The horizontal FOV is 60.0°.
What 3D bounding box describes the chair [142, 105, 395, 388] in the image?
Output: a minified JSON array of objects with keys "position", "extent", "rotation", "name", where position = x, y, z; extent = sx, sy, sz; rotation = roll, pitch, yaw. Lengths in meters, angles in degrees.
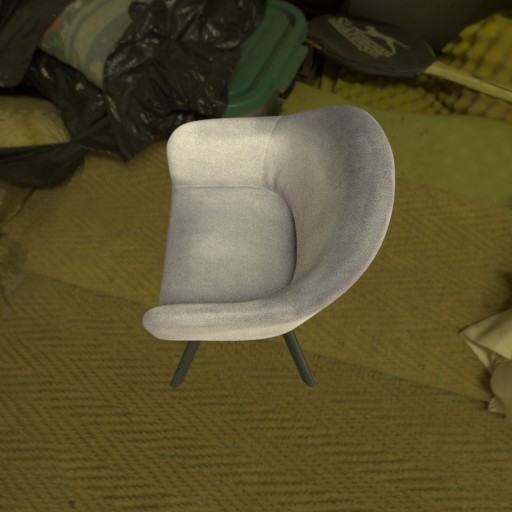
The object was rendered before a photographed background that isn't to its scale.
[{"position":[0.000,0.000,1.178],"extent":[0.540,0.780,0.570],"rotation":[0,58,0],"name":"chair"}]
